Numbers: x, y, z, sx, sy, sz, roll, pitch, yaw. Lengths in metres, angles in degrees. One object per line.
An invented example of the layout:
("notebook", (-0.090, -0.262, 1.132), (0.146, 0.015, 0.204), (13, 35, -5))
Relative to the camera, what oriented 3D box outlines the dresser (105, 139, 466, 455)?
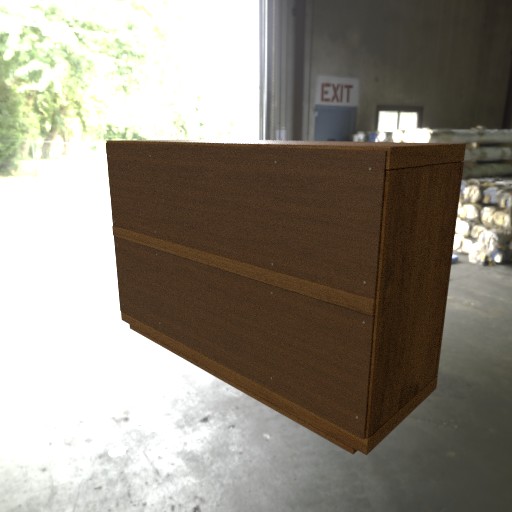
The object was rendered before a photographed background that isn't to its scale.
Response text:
("dresser", (0.000, 0.000, 1.650), (1.261, 0.825, 0.479), (15, 21, 42))
